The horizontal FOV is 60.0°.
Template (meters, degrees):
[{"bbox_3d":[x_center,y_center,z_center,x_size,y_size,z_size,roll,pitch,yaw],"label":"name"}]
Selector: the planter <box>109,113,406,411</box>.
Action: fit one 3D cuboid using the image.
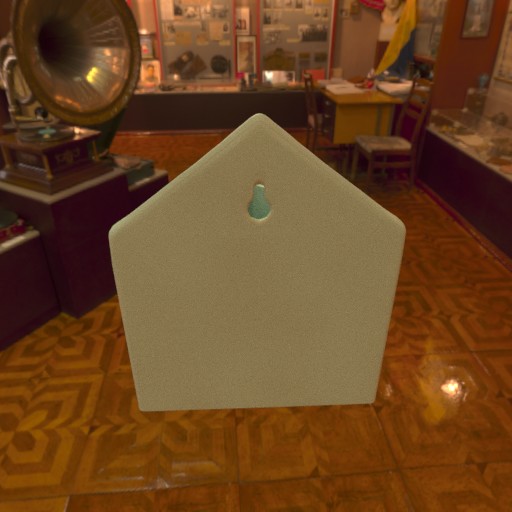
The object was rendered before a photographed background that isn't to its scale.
[{"bbox_3d":[0.000,0.000,0.291,0.164,0.197,0.079,-1,30,-2],"label":"planter"}]
